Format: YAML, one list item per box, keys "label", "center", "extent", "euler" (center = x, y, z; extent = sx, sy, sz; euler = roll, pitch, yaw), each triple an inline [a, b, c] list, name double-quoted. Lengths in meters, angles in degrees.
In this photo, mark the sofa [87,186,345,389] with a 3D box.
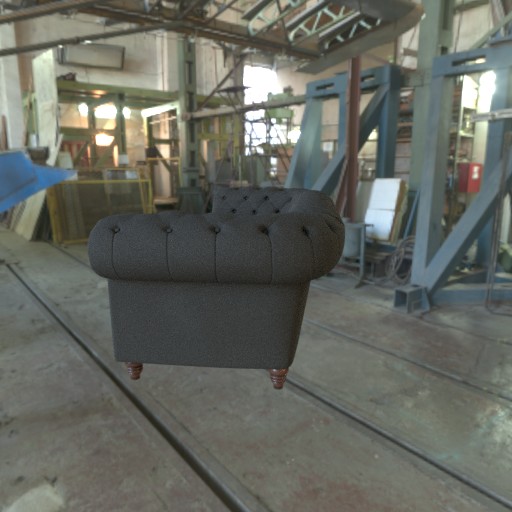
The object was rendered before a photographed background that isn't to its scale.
- label: "sofa"
  center: [0.000, 0.000, 2.748]
  extent: [0.991, 0.762, 2.362]
  euler: [2, 12, 7]
